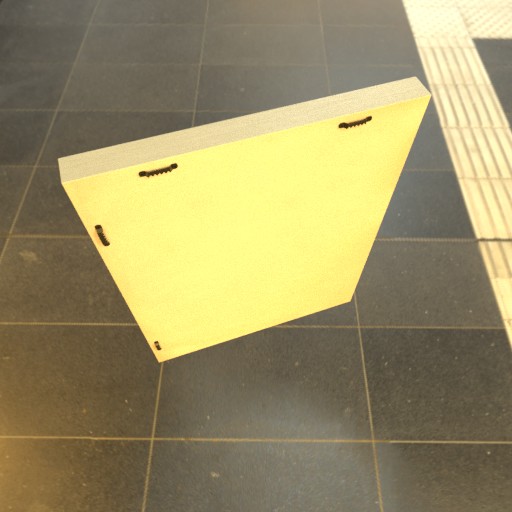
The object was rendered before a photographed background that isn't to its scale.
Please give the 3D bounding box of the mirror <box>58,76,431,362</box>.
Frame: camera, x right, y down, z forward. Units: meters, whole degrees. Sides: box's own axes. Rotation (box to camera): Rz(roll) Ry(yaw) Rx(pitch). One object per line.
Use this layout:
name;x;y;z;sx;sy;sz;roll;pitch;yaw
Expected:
mirror;0.000;0.000;0.683;0.406;0.509;0.041;-16;59;-10
